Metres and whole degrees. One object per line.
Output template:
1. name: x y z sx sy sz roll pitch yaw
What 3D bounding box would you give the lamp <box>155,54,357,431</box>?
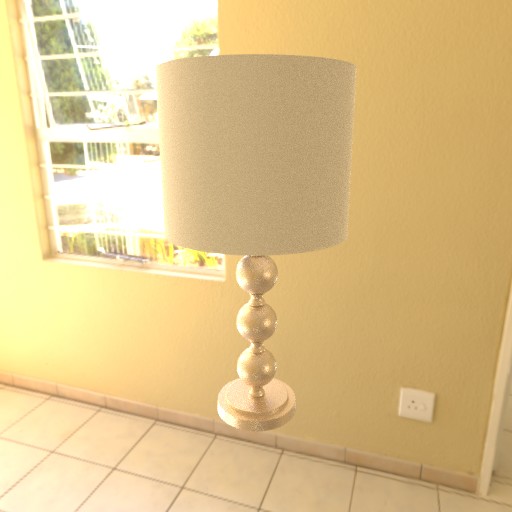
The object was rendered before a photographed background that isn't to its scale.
1. lamp: 0.000 0.000 0.690 0.277 0.538 0.277 3 16 9
